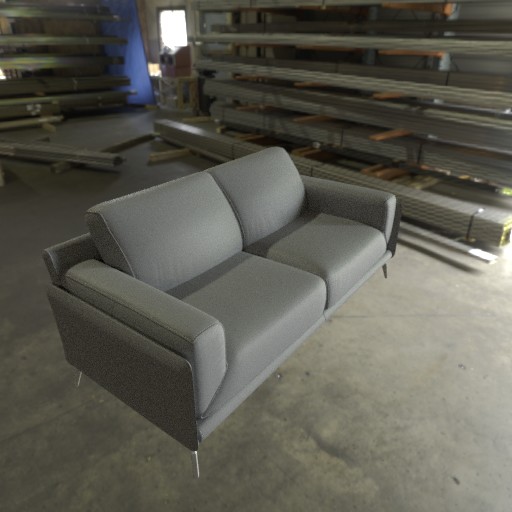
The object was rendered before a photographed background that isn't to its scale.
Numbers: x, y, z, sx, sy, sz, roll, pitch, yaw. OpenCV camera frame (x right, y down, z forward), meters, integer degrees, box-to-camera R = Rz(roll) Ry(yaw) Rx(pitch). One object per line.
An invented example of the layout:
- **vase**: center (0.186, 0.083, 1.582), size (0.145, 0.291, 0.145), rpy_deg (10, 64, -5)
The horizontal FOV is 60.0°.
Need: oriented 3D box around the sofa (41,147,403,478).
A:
- **sofa**: center (0.000, 0.000, 2.560), size (0.969, 0.900, 2.100), rpy_deg (18, 32, 32)
